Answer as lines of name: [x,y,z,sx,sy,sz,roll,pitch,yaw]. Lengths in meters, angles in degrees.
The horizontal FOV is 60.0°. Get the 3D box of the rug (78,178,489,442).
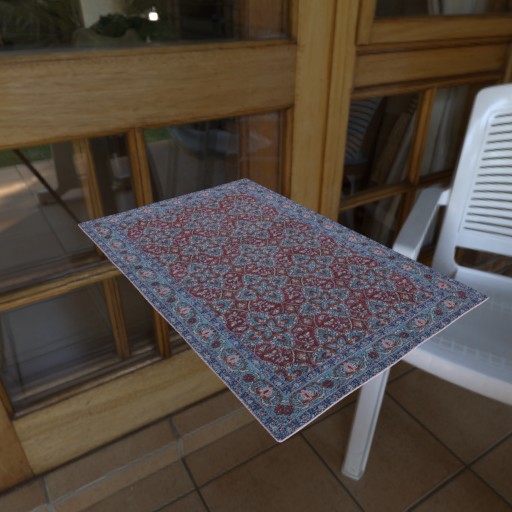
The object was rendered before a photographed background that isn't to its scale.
rug: [0.000,0.000,2.273,1.219,0.009,1.829,-21,37,-31]
